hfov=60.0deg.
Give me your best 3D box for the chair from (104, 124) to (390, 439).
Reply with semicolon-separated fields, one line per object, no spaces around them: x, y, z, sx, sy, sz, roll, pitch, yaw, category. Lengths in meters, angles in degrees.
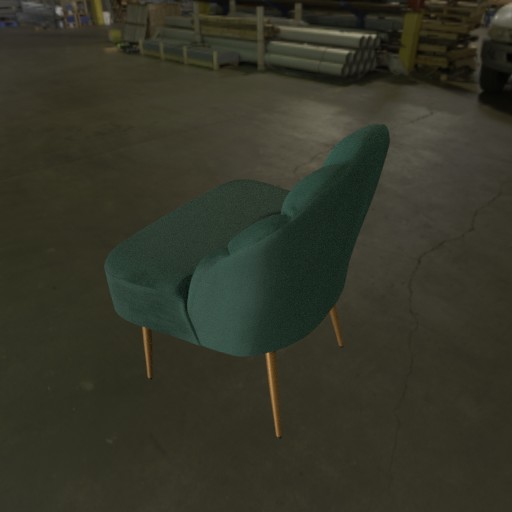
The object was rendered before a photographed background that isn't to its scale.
0.000;0.000;1.246;0.599;0.819;0.657;19;38;27;chair
